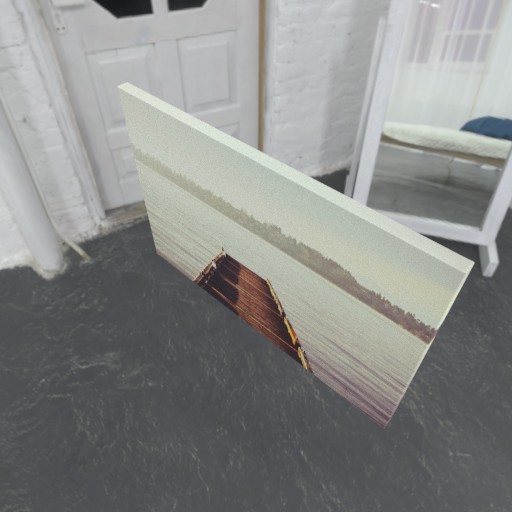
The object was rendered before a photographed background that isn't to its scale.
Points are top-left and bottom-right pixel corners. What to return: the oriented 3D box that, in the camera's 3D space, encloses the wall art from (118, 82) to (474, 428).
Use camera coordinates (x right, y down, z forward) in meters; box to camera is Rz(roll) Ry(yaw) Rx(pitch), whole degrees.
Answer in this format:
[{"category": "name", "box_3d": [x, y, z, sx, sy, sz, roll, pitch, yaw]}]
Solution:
[{"category": "wall art", "box_3d": [0.000, 0.000, 1.417, 1.149, 0.765, 0.040, 34, 55, 27]}]
